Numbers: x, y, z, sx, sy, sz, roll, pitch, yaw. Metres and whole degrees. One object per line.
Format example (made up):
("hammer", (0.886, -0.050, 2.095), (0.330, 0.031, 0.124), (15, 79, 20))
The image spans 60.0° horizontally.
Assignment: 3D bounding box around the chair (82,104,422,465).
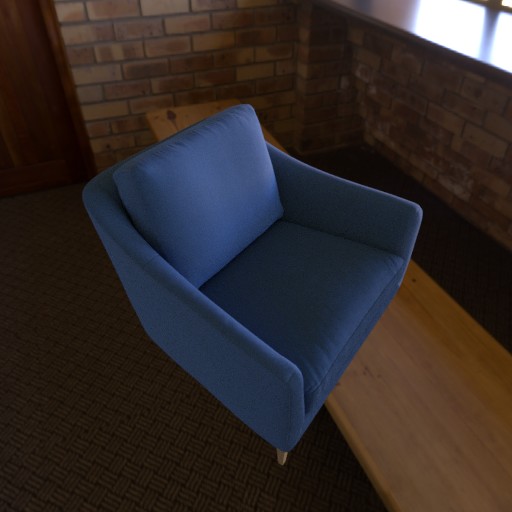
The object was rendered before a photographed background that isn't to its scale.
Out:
("chair", (0.000, 0.000, 1.726), (0.961, 0.899, 0.987), (25, 47, 26))
